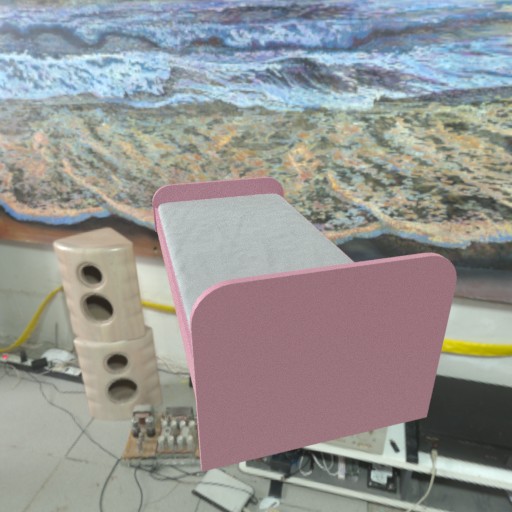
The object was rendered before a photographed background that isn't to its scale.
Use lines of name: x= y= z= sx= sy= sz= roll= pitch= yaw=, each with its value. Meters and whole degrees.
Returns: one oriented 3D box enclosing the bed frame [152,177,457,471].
bed frame: x=0.000 y=0.000 z=2.504 sx=0.998 sy=0.805 sz=1.963 roll=-7 pitch=26 yaw=-14
